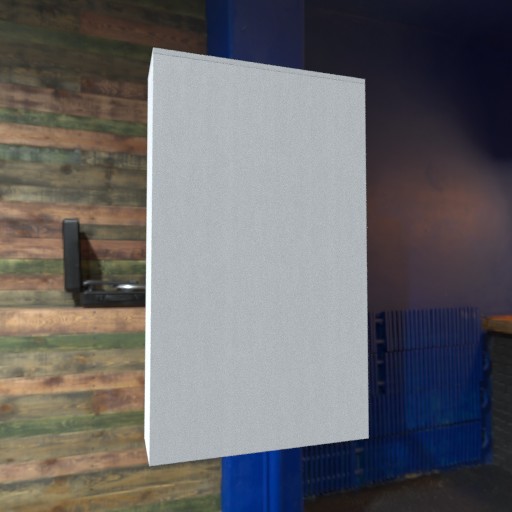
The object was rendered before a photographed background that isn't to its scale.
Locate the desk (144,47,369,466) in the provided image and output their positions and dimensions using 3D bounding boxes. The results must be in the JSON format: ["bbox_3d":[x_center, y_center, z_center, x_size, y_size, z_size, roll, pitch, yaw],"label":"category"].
[{"bbox_3d":[0.000,0.000,1.586,0.750,1.280,0.250,1,-2,-18],"label":"desk"}]
